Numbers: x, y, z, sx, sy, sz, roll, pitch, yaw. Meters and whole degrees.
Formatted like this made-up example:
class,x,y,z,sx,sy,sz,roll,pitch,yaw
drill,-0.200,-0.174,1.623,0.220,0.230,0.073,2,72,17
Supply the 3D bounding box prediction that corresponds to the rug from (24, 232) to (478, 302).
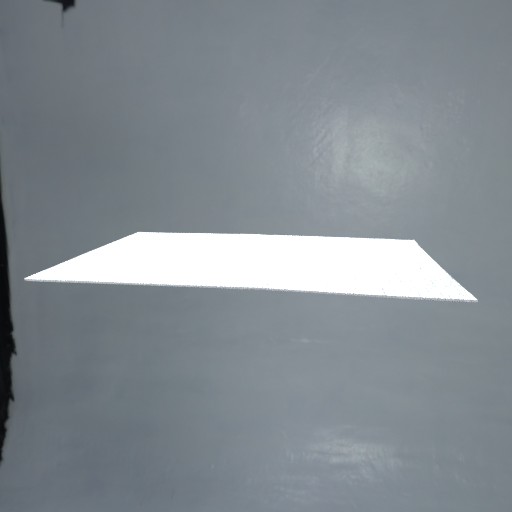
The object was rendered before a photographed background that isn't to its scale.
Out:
class,x,y,z,sx,sy,sz,roll,pitch,yaw
rug,0.000,0.000,2.251,1.773,0.021,1.149,2,13,9
